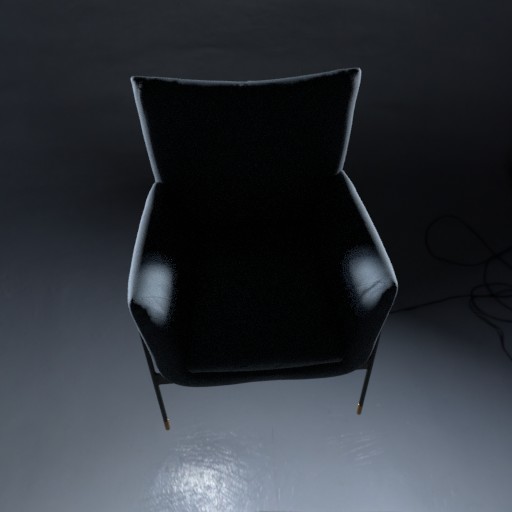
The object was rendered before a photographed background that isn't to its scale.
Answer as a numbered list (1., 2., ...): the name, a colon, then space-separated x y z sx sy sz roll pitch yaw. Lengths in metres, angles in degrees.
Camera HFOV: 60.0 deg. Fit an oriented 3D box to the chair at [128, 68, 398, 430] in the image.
1. chair: 0.000 0.000 1.371 0.678 0.858 0.709 -3 47 -3
